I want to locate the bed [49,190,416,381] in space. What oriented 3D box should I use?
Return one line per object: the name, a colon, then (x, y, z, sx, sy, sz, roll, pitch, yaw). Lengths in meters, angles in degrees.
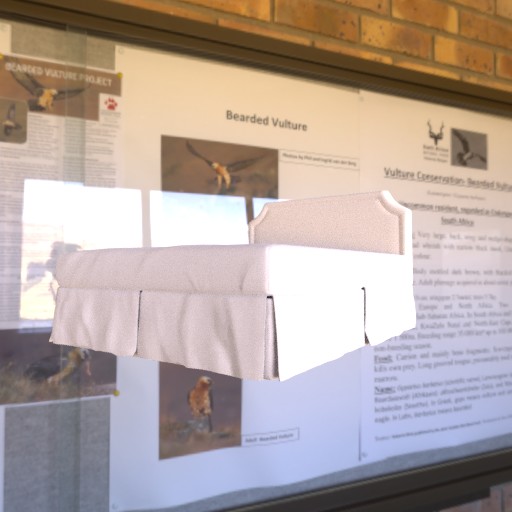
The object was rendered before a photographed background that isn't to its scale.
bed: (0.000, 0.000, 3.626, 1.977, 1.293, 2.498, -1, -2, 35)
